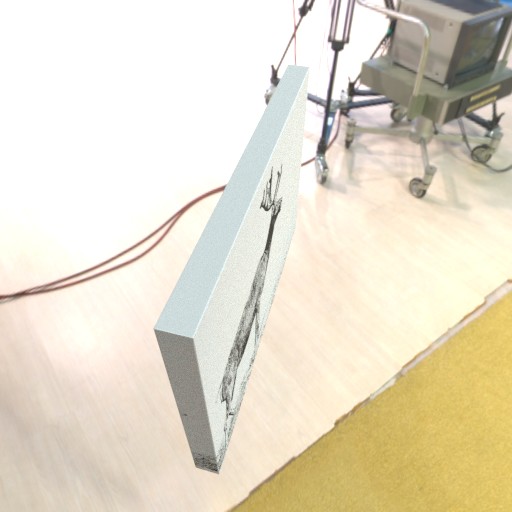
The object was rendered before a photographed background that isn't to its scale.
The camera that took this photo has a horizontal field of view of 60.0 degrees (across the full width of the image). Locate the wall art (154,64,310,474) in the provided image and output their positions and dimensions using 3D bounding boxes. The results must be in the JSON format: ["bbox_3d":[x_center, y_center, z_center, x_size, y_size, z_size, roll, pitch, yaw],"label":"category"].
[{"bbox_3d":[0.000,0.000,0.781,0.042,0.414,0.608,11,48,10],"label":"wall art"}]
